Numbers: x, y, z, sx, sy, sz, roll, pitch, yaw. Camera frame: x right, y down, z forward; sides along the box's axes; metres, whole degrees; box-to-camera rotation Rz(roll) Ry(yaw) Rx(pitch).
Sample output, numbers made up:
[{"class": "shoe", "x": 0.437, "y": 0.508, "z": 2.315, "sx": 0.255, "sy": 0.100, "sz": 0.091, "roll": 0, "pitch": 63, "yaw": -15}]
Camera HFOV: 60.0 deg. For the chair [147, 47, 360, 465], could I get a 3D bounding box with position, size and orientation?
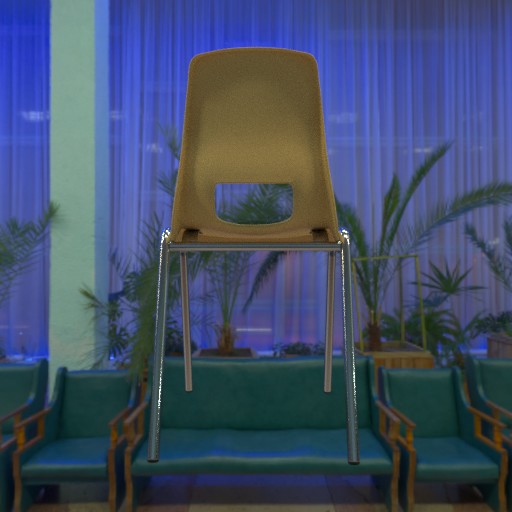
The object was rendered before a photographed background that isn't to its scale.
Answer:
[{"class": "chair", "x": 0.000, "y": 0.000, "z": 0.955, "sx": 0.381, "sy": 0.704, "sz": 0.436, "roll": 0, "pitch": -1, "yaw": 1}]
